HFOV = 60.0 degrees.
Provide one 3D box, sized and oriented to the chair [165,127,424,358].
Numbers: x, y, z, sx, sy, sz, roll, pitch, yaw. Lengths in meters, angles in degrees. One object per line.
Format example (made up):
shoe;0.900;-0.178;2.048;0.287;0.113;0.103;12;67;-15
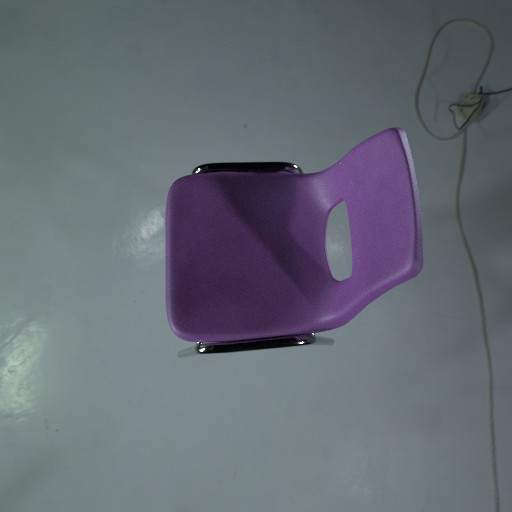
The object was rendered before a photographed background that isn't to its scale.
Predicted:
chair;0.000;0.000;0.900;0.432;0.654;0.381;-3;77;-1
